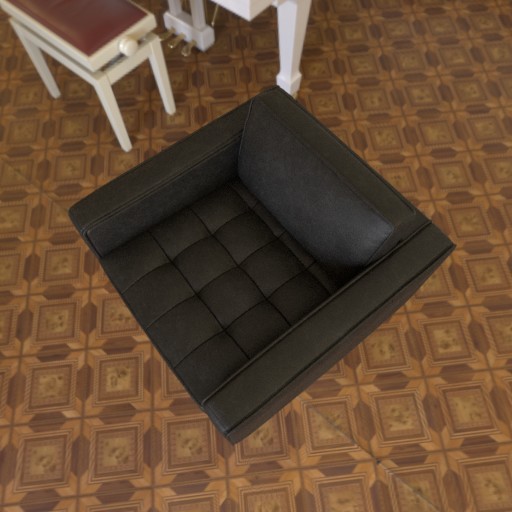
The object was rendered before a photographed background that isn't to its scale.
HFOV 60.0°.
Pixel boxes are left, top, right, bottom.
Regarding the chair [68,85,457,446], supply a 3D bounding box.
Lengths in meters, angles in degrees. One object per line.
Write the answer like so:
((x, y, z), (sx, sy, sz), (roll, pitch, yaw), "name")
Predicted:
((0.000, 0.000, 1.565), (0.914, 0.763, 0.889), (-35, 69, -16), "chair")
